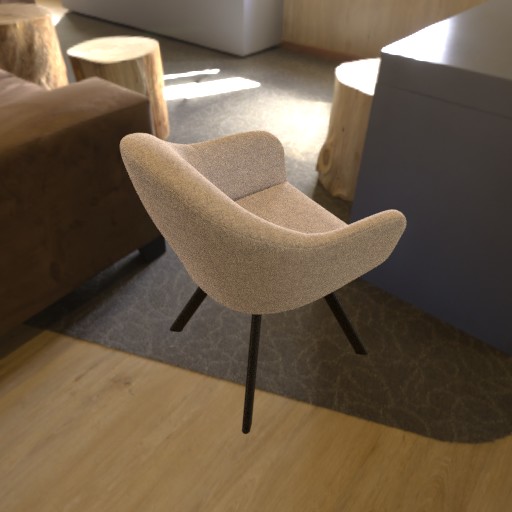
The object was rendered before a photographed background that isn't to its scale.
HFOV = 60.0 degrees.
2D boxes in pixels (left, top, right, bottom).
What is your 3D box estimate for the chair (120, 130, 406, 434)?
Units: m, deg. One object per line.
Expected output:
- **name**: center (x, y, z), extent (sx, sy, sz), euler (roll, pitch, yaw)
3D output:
- **chair**: center (0.000, 0.000, 1.191), extent (0.570, 0.780, 0.540), euler (-25, 47, -26)
